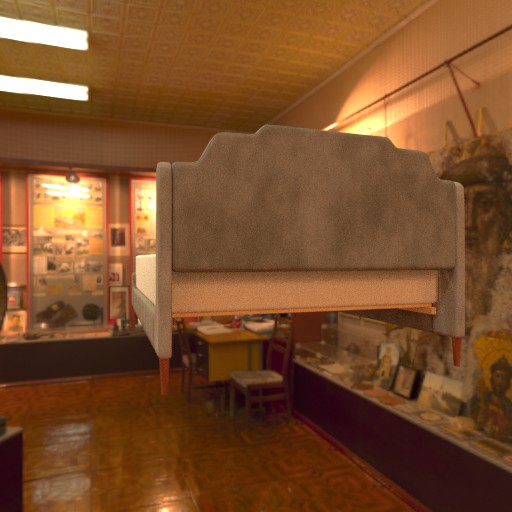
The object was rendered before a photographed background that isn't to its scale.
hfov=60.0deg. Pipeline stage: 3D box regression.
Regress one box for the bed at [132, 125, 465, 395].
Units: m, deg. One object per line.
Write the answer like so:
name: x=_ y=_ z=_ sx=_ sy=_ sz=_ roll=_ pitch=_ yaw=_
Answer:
bed: x=0.000 y=0.000 z=3.304 sx=1.676 sy=1.245 sz=2.340 roll=0 pitch=0 yaw=-19
